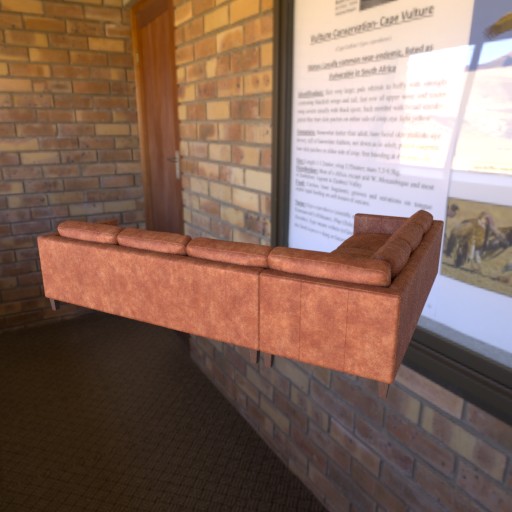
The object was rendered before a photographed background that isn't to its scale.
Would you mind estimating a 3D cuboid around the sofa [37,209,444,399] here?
[{"bbox_3d":[0.000,0.000,4.352,3.150,0.838,2.438,8,18,26],"label":"sofa"}]
